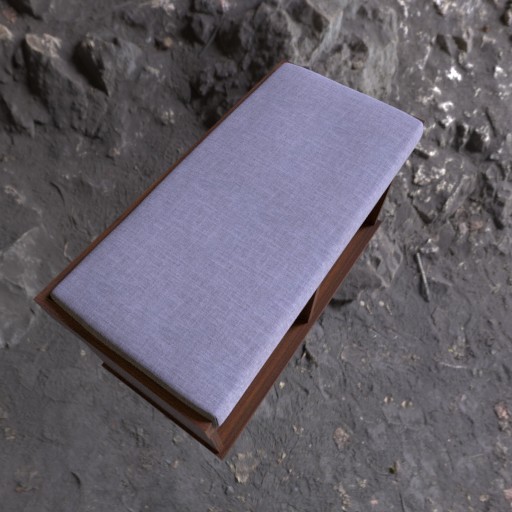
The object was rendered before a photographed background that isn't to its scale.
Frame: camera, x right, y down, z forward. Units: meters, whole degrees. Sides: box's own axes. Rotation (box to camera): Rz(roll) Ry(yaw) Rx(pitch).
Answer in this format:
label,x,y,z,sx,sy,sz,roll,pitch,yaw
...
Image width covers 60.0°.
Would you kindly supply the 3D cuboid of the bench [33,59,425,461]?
label,x,y,z,sx,sy,sz,roll,pitch,yaw
bench,0.000,0.000,0.984,0.362,0.461,0.734,31,64,17
